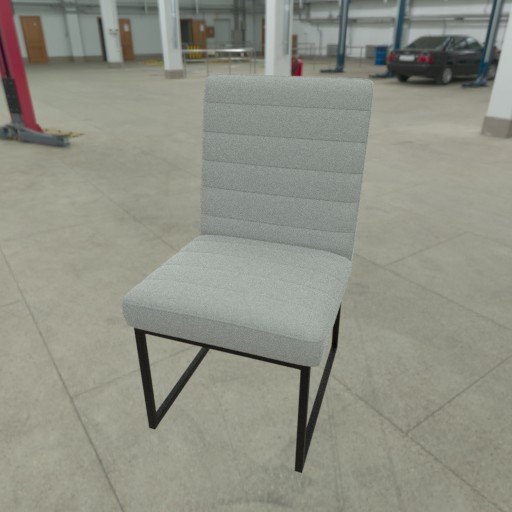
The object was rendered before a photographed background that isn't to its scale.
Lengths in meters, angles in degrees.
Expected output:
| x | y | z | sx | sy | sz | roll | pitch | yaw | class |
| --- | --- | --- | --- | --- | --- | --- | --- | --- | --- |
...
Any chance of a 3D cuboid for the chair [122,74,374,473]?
| x | y | z | sx | sy | sz | roll | pitch | yaw | class |
| --- | --- | --- | --- | --- | --- | --- | --- | --- | --- |
| 0.000 | 0.000 | 1.283 | 0.520 | 0.930 | 0.634 | 9 | 28 | 17 | chair |
